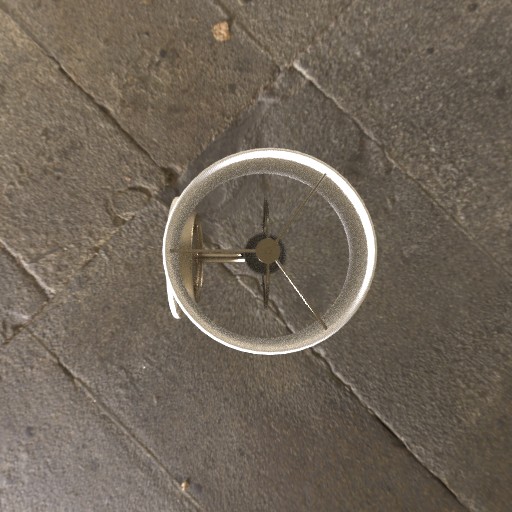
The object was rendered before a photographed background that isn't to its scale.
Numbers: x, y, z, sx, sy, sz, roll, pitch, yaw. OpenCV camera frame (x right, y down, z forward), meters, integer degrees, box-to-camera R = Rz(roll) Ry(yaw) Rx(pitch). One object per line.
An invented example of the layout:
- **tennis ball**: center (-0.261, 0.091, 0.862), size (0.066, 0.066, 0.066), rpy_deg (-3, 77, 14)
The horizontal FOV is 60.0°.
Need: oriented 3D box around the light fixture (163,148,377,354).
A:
- **light fixture**: center (0.000, 0.000, 0.436), size (0.188, 0.337, 0.168), rpy_deg (0, 89, 0)
